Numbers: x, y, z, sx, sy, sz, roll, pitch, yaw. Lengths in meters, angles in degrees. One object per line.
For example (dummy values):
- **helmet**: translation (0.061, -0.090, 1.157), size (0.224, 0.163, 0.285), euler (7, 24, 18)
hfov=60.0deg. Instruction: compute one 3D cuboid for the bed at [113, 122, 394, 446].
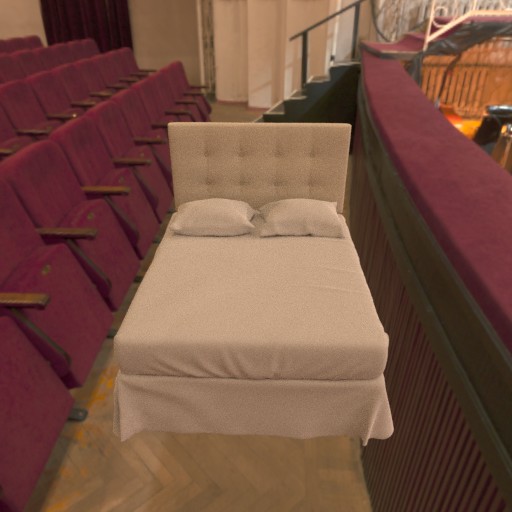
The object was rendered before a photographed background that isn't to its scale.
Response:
- **bed**: translation (0.000, 0.000, 3.437), size (1.936, 1.577, 2.222), euler (1, 29, 1)
